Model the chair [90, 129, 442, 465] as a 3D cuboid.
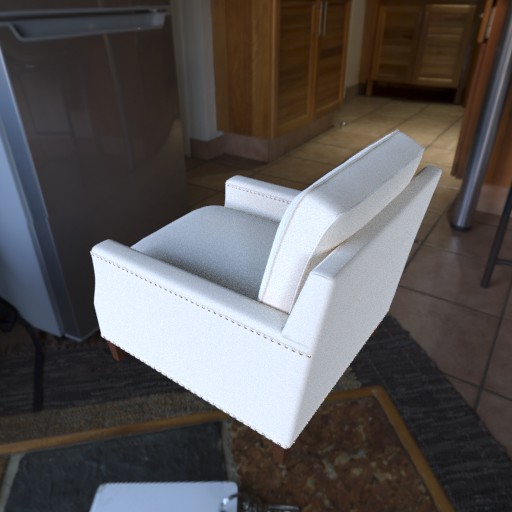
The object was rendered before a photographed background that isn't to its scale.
[{"bbox_3d":[0.000,0.000,1.685,1.014,0.943,0.853,20,37,29],"label":"chair"}]
